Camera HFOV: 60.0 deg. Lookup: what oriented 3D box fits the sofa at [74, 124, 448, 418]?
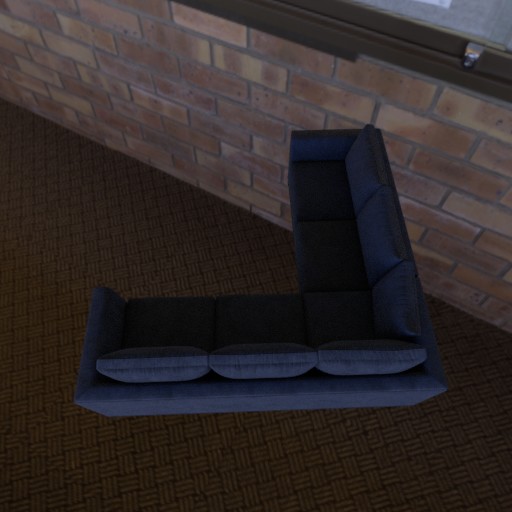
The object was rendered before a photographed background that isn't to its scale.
[{"bbox_3d":[0.000,0.000,3.755,2.463,0.988,2.472,-2,58,-1],"label":"sofa"}]
